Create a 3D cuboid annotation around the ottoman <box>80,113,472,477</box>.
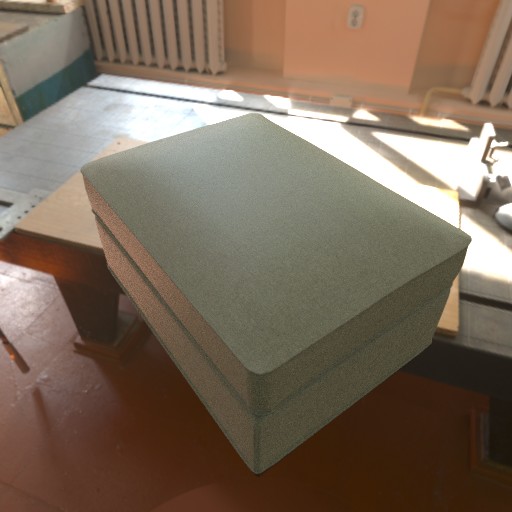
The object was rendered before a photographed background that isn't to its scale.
[{"bbox_3d":[0.000,0.000,1.230,0.619,0.504,0.843,-26,48,-26],"label":"ottoman"}]
